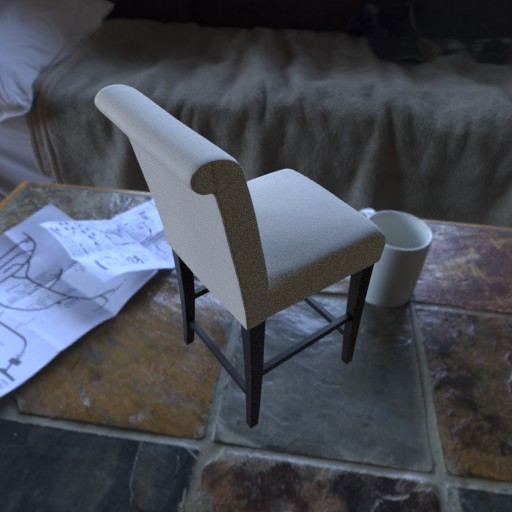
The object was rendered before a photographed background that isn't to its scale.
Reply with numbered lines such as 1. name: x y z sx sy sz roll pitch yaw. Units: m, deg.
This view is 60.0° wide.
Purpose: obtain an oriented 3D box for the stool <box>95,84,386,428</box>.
1. stool: 0.000 0.000 1.303 0.597 0.976 0.452 -26 47 -27
